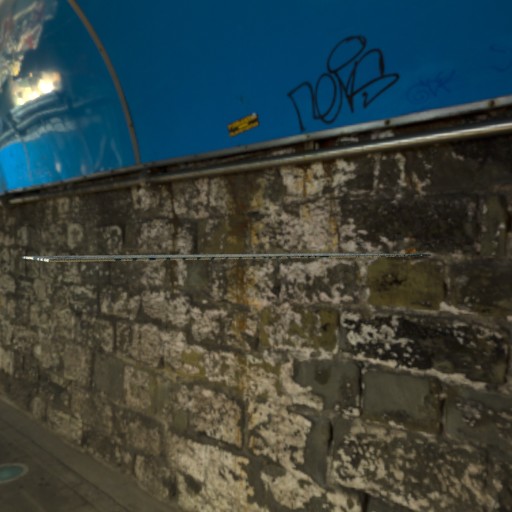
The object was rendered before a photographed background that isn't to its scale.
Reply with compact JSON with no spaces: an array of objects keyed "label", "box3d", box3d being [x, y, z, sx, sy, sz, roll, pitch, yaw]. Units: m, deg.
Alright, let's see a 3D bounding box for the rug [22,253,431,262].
[{"label":"rug","box3d":[0.000,0.000,2.681,2.435,0.011,0.750,-1,1,-35]}]
